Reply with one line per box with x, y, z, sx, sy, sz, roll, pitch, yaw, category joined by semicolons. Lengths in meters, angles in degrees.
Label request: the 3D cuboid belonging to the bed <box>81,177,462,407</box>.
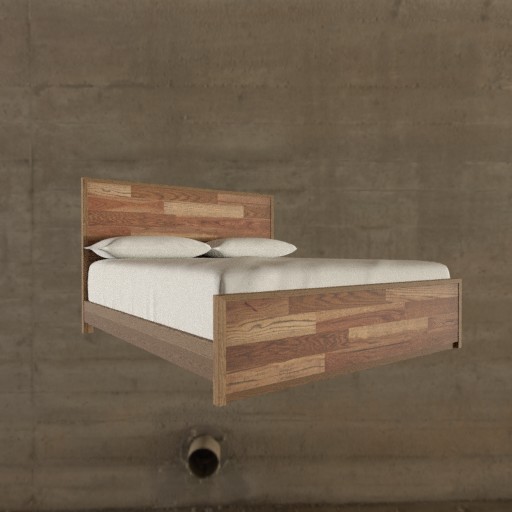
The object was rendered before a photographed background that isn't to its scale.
0.000;0.000;3.419;2.013;1.295;2.184;-1;1;-36;bed
